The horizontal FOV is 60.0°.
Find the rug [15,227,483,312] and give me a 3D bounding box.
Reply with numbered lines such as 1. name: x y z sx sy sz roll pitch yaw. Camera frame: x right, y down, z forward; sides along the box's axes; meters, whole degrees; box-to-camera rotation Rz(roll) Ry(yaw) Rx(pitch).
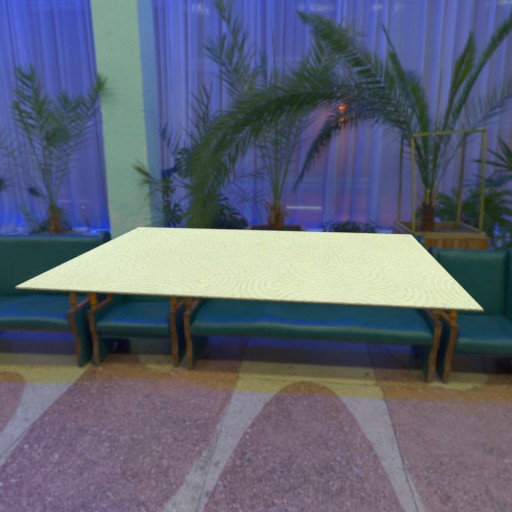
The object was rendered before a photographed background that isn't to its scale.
1. rug: 0.000 0.000 2.723 2.132 0.015 1.526 2 15 8
